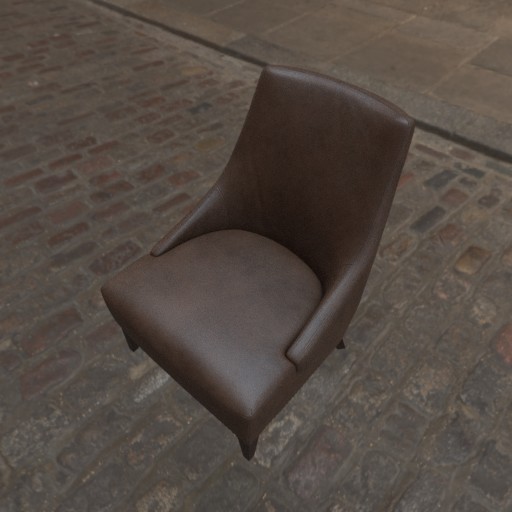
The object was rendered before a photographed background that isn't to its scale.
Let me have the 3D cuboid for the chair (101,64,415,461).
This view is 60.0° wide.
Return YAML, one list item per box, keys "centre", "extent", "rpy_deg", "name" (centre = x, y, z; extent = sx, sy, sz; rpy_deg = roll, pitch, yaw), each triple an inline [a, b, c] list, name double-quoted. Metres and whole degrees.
- centre: [0.000, 0.000, 1.481]
  extent: [0.701, 0.909, 0.861]
  rpy_deg: [33, 55, 27]
  name: "chair"
